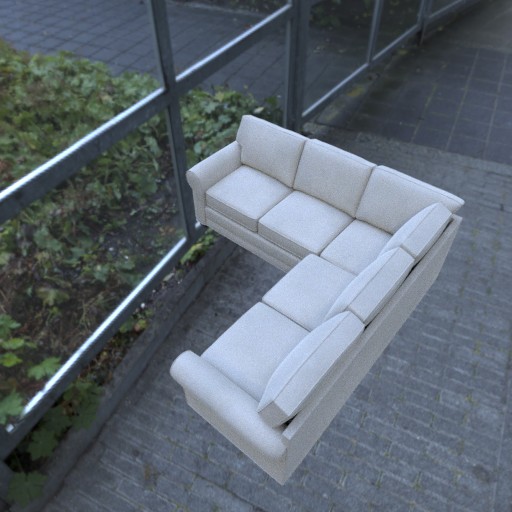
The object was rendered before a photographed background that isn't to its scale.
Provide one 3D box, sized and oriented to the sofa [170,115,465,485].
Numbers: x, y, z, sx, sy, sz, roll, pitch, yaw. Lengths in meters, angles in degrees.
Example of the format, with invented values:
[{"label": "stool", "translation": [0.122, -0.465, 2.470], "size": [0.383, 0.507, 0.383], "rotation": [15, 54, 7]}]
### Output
[{"label": "sofa", "translation": [0.000, 0.000, 3.841], "size": [2.487, 1.054, 2.569], "rotation": [31, 53, 27]}]
